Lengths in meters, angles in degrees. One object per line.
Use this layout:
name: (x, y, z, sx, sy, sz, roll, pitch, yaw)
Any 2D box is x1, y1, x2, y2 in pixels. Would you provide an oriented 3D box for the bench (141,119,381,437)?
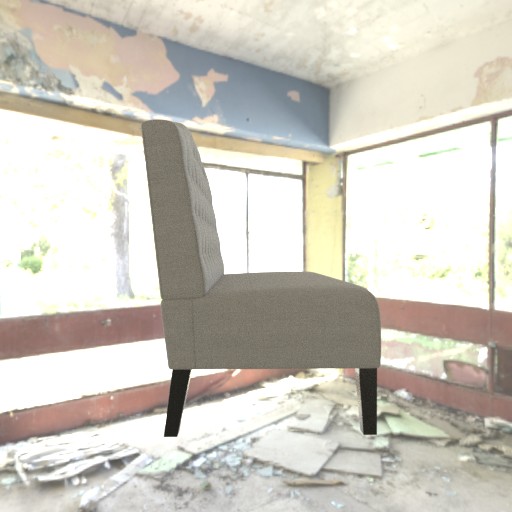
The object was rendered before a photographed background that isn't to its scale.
bench: (0.000, 0.000, 2.107, 0.815, 1.180, 1.335, 0, 1, -1)
